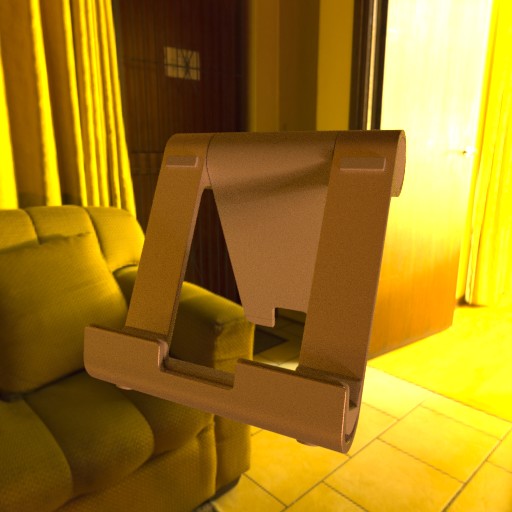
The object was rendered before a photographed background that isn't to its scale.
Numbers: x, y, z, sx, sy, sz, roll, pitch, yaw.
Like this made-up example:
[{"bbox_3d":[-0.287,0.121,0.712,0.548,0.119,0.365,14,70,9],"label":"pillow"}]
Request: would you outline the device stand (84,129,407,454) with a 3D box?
[{"bbox_3d":[0.000,0.000,0.152,0.086,0.084,0.079,7,15,26],"label":"device stand"}]
